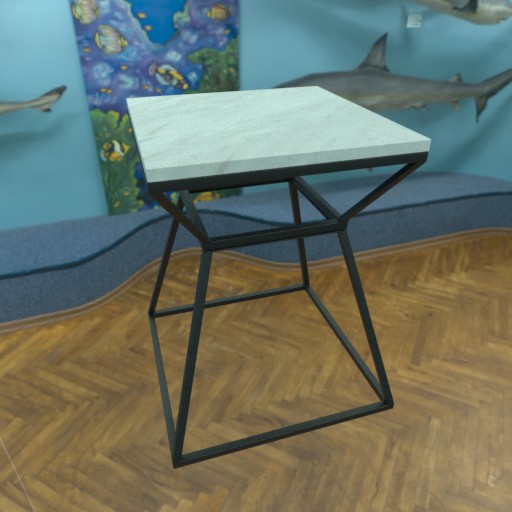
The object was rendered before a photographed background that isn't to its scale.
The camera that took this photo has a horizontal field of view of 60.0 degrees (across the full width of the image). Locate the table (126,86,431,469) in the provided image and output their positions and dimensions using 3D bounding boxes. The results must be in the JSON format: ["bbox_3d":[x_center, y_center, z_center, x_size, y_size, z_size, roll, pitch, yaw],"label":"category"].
[{"bbox_3d":[0.000,0.000,0.898,0.455,0.559,0.455,-9,33,-15],"label":"table"}]
